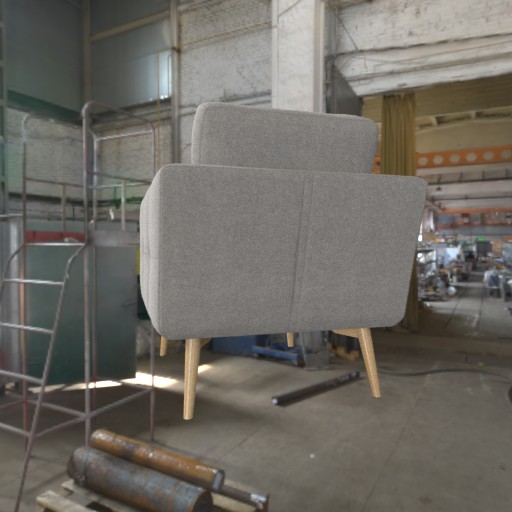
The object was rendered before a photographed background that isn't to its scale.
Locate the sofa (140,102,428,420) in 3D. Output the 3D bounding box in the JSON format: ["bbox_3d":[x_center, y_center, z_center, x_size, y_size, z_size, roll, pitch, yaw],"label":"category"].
[{"bbox_3d":[0.000,0.000,1.569,0.770,0.860,0.920,0,1,-17],"label":"sofa"}]
